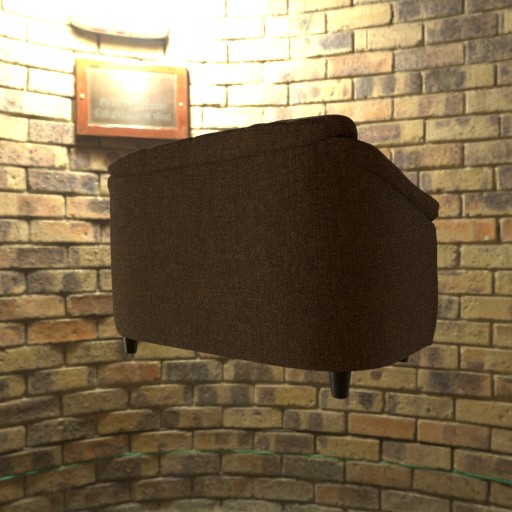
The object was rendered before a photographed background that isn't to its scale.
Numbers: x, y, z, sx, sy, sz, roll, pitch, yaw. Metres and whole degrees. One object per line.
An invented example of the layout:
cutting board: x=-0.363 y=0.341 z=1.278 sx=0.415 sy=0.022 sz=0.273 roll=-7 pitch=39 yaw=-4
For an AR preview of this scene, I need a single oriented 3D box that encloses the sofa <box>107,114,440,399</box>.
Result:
sofa: x=0.000 y=0.000 z=1.934 sx=1.404 sy=0.895 sz=0.799 roll=0 pitch=0 yaw=37
